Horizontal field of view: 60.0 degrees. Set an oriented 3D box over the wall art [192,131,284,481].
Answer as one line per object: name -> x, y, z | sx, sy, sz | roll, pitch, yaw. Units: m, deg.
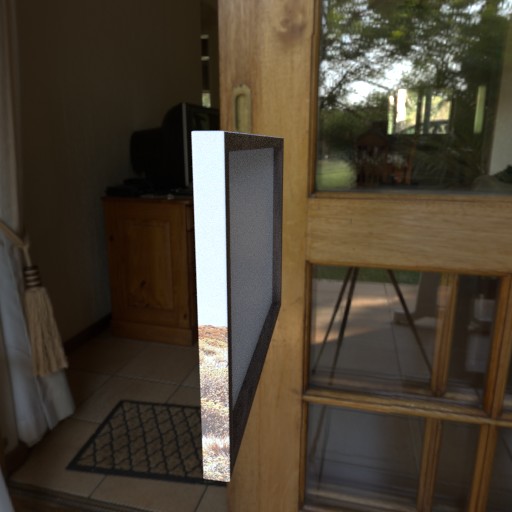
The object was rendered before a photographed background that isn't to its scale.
wall art -> 0.000, 0.000, 1.166 | 0.050, 0.610, 0.914 | 2, 14, 9
